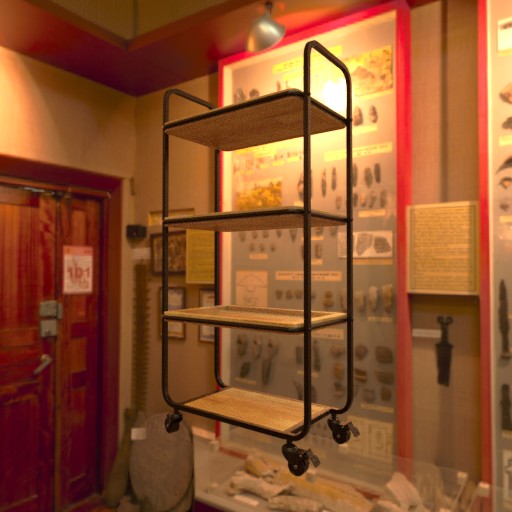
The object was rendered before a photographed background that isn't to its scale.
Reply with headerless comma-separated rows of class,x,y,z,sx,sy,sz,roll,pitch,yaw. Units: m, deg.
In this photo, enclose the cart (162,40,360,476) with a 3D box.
cart,0.000,0.000,1.325,0.545,1.080,0.321,-1,-1,37
